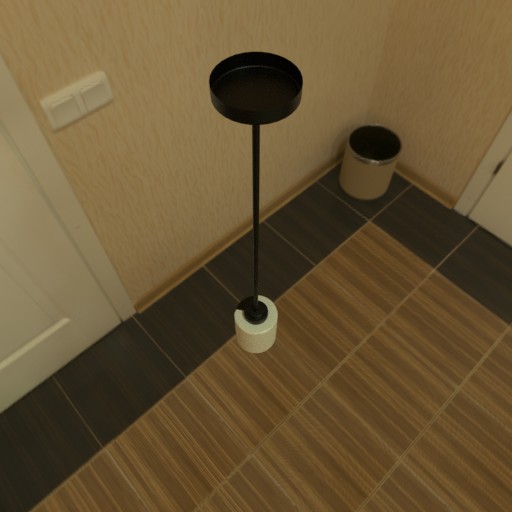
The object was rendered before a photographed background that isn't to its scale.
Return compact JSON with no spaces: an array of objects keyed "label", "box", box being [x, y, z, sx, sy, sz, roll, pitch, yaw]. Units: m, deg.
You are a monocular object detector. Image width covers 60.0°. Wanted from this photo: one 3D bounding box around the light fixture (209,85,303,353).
[{"label":"light fixture","box":[0.000,0.000,0.945,0.123,0.863,0.123,15,59,10]}]
